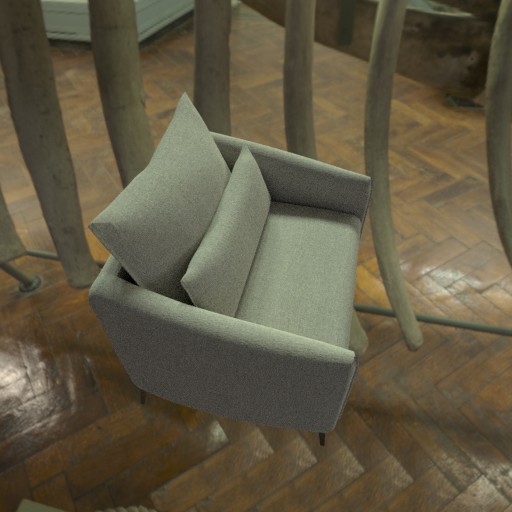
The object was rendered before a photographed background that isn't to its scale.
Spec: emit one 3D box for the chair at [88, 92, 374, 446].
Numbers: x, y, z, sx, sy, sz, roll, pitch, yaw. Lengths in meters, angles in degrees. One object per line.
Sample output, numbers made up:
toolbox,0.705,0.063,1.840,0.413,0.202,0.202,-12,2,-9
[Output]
chair,0.000,0.000,1.667,0.801,0.856,1.029,10,47,9
